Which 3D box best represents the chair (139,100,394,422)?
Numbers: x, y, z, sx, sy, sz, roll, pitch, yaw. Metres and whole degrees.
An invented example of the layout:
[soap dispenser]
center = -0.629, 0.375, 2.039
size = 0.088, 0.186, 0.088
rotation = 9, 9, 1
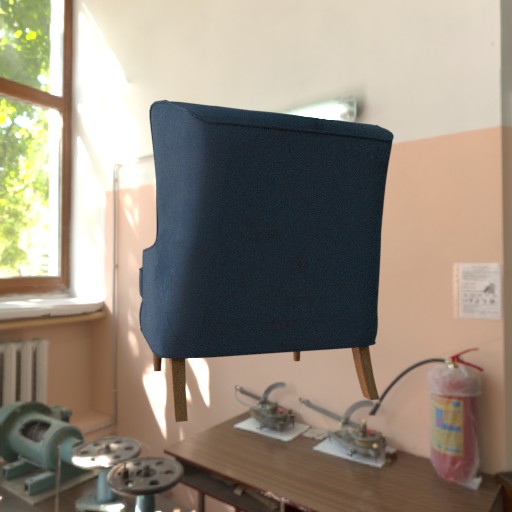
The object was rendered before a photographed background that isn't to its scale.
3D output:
[chair]
center = 0.000, 0.000, 1.632
size = 0.793, 0.952, 0.910
rotation = 0, -1, -19
